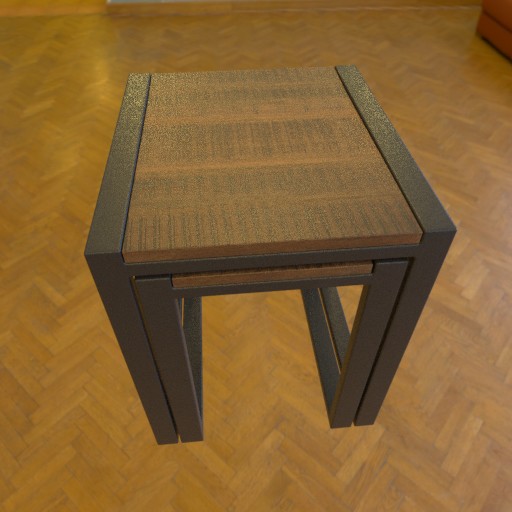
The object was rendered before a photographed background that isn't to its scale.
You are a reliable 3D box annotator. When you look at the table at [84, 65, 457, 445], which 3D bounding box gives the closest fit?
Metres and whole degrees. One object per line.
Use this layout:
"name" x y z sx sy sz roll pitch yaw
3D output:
"table" 0.000 0.000 0.895 0.449 0.550 0.500 -4 45 -4
